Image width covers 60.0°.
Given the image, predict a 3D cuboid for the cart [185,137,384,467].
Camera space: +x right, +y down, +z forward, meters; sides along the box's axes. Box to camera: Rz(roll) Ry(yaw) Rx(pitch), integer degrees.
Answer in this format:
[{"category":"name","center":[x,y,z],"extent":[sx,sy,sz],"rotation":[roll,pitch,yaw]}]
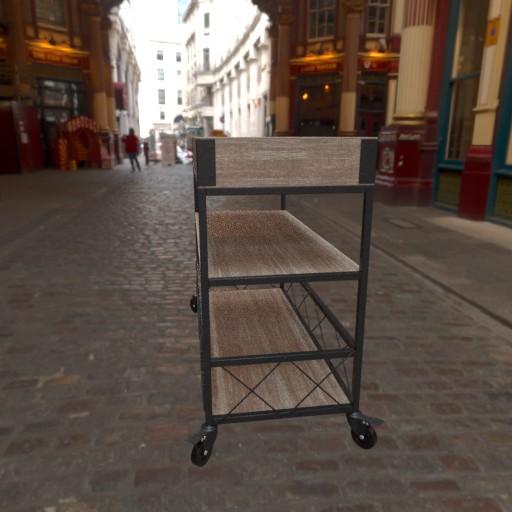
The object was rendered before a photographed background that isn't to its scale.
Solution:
[{"category":"cart","center":[0.000,0.000,1.520],"extent":[0.500,0.787,1.101],"rotation":[-2,15,-8]}]
